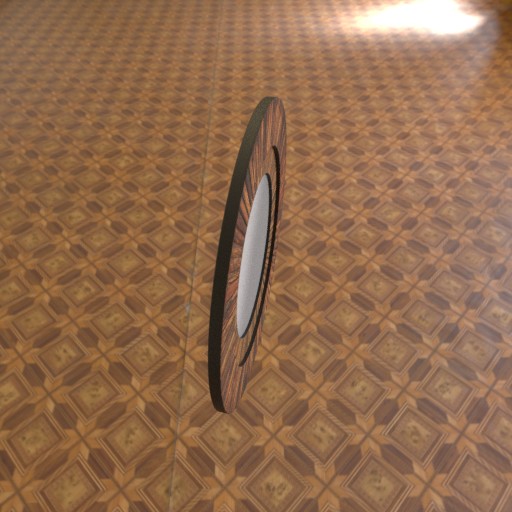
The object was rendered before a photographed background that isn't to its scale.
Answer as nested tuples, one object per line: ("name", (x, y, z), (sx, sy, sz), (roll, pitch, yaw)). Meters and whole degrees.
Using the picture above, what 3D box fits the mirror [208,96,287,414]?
("mirror", (0.000, 0.000, 1.586), (0.036, 1.077, 1.077), (9, 47, 8))
